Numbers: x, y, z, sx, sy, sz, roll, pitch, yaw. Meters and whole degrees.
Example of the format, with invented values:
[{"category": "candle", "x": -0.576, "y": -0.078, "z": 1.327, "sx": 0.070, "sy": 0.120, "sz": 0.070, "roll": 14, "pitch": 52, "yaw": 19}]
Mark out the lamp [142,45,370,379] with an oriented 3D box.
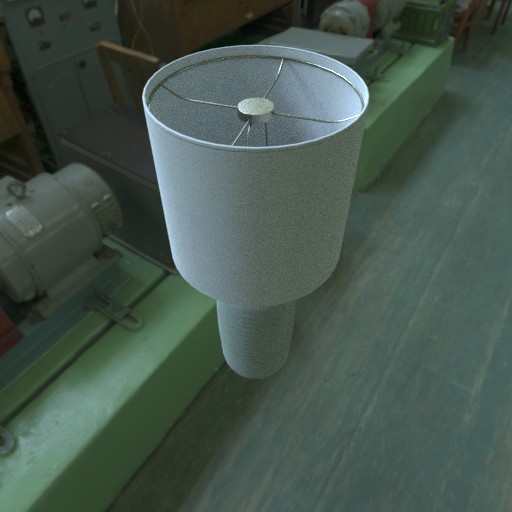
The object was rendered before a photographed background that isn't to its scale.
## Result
[{"category": "lamp", "x": 0.000, "y": 0.000, "z": 0.606, "sx": 0.220, "sy": 0.475, "sz": 0.220, "roll": 24, "pitch": 50, "yaw": 22}]
